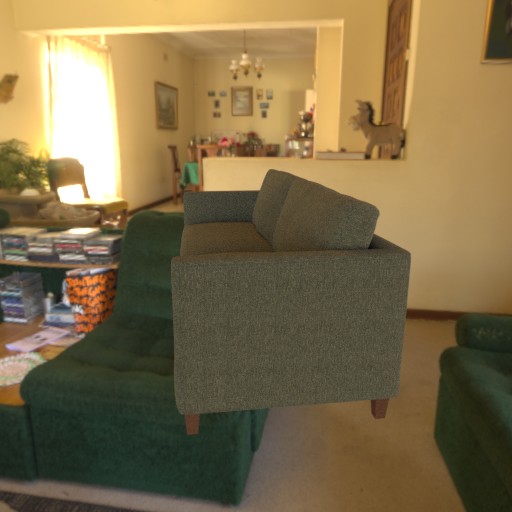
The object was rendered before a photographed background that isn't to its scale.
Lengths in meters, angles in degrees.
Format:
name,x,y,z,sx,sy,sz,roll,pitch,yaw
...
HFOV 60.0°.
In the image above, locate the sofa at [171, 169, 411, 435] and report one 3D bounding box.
name,x,y,z,sx,sy,sz,roll,pitch,yaw
sofa,0.000,0.000,2.752,0.948,0.965,2.208,-2,15,-8
